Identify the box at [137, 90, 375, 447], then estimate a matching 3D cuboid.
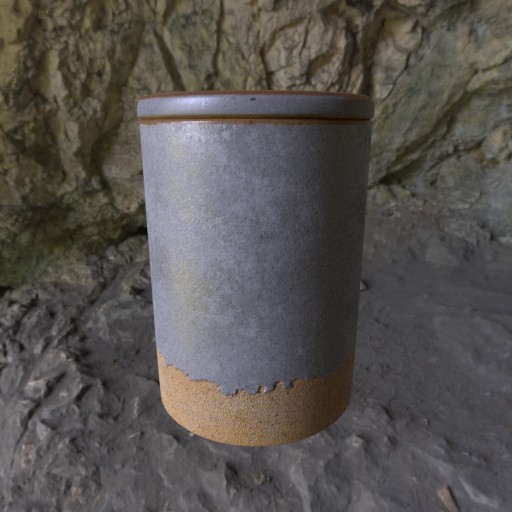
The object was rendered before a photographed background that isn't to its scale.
[{"bbox_3d":[0.000,0.000,0.249,0.118,0.168,0.118,0,16,0],"label":"box"}]
